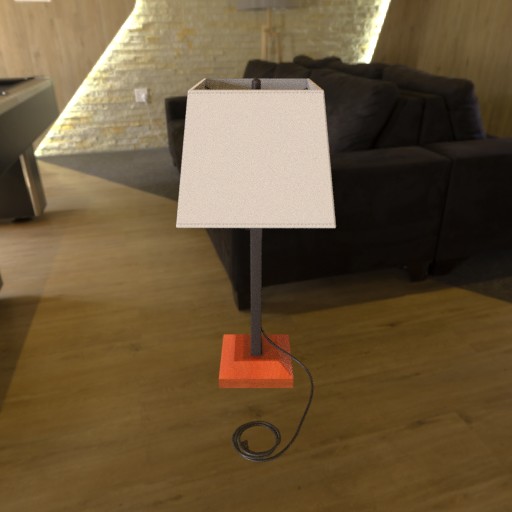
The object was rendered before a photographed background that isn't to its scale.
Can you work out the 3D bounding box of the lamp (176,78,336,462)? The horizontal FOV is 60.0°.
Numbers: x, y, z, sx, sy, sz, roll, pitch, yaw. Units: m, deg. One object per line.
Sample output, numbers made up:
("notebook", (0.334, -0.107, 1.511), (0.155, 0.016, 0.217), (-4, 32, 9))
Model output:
("lamp", (0.000, 0.000, 1.004), (0.310, 0.737, 0.498), (0, 26, 0))
